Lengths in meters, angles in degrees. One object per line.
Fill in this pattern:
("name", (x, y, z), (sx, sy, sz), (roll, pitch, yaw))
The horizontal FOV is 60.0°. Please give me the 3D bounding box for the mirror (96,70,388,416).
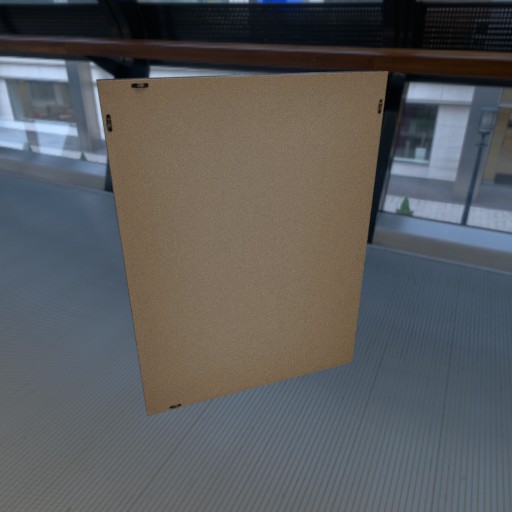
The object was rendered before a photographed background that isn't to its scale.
("mirror", (0.000, 0.000, 1.340), (0.762, 1.016, 0.041), (-9, 28, -18))
